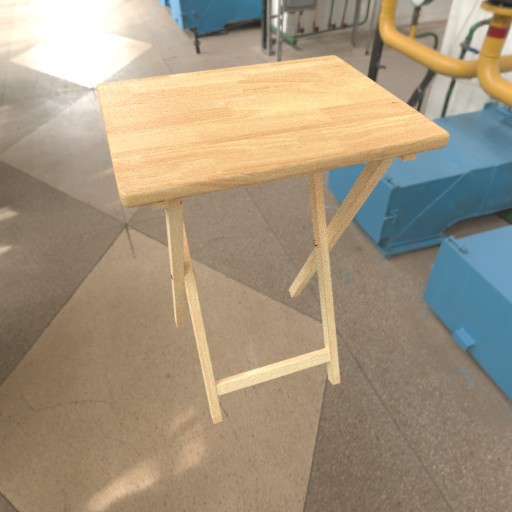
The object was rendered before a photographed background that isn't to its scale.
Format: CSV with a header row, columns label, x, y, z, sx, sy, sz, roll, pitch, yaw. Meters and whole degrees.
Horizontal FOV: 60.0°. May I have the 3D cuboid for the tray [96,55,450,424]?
label,x,y,z,sx,sy,sz,roll,pitch,yaw
tray,0.000,0.000,0.947,0.483,0.660,0.381,-13,44,-14
